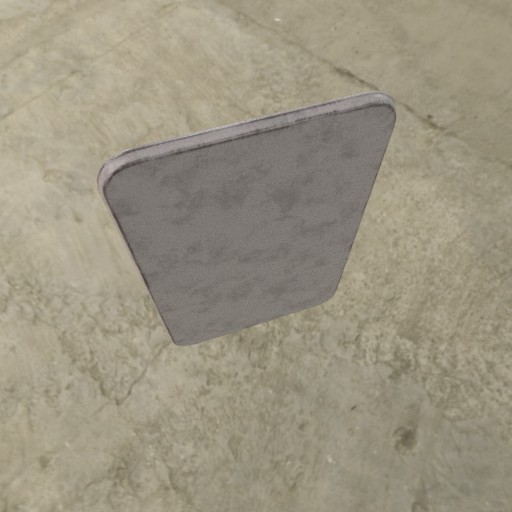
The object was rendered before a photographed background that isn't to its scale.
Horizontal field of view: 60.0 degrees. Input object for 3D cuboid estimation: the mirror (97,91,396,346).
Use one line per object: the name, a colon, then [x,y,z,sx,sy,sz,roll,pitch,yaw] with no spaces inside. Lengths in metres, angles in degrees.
mirror: [0.000,0.000,0.909,0.461,0.713,0.024,-16,61,-9]
